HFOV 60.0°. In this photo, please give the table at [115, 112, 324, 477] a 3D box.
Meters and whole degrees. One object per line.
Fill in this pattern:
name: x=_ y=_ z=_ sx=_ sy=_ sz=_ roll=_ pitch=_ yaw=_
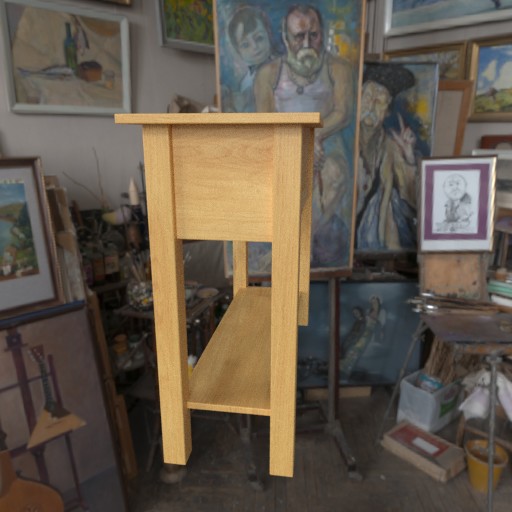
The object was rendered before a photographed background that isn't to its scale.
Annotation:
table: x=0.000 y=0.000 z=1.239 sx=0.340 sy=0.728 sz=0.900 roll=2 pitch=16 yaw=8
